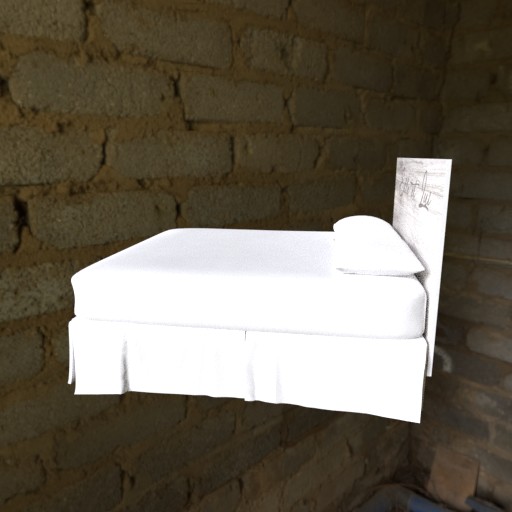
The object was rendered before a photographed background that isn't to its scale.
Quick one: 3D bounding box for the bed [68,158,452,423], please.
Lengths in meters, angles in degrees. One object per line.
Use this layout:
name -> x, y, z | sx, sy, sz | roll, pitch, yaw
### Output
bed -> 0.000, 0.000, 3.103 | 2.094, 1.335, 1.745 | 2, 13, 9
